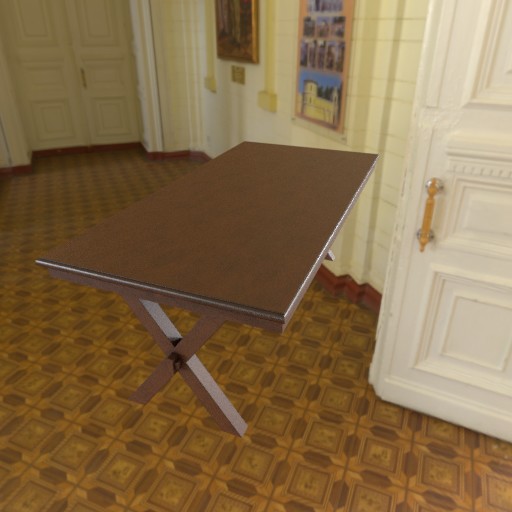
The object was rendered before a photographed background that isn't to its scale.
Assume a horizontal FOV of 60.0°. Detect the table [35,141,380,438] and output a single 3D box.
[{"bbox_3d":[0.000,0.000,1.499,0.594,0.459,1.197,11,30,19],"label":"table"}]
